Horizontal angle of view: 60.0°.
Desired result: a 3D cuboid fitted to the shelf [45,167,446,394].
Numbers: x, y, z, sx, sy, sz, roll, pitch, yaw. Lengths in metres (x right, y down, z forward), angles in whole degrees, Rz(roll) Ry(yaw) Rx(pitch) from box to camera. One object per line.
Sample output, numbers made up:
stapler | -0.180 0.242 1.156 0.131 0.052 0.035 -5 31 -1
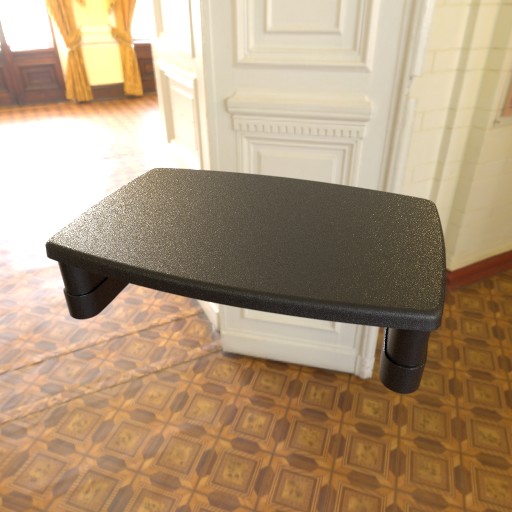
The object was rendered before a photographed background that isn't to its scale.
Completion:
shelf | 0.000 0.000 0.530 0.410 0.100 0.280 9 33 15
